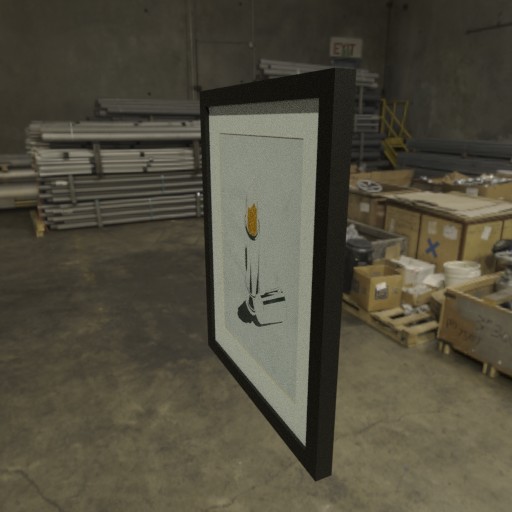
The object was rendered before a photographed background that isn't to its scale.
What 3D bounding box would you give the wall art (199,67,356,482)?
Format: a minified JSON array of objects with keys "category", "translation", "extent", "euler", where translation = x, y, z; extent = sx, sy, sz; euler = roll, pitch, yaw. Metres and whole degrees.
[{"category":"wall art","translation":[0.000,0.000,0.767],"extent":[0.029,0.559,0.457],"euler":[-8,19,-25]}]
